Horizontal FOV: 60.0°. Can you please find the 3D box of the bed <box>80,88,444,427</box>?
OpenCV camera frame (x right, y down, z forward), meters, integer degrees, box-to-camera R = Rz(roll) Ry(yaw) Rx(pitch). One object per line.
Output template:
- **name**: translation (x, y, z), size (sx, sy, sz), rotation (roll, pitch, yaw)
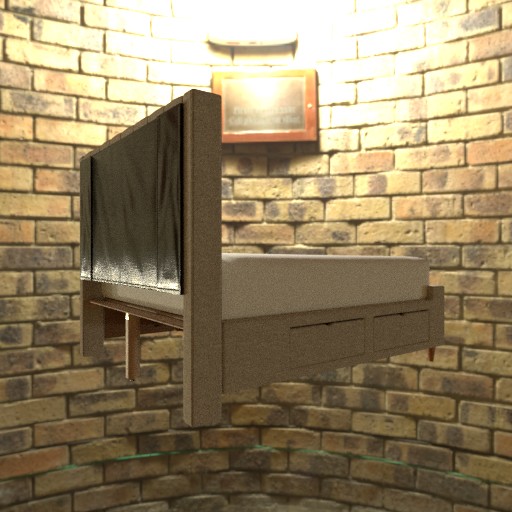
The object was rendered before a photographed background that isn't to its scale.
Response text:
- **bed**: translation (0.000, 0.000, 3.764), size (2.372, 1.748, 2.044), rotation (0, 0, -37)
